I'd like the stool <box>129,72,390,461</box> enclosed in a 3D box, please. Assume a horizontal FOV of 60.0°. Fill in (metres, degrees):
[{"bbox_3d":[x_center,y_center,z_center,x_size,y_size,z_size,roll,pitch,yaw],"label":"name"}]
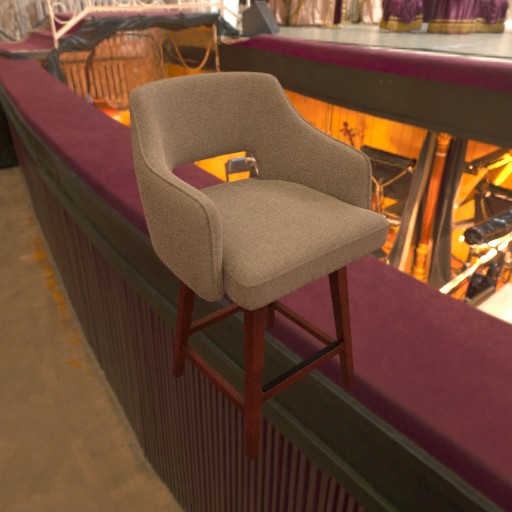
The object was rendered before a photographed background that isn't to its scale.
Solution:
[{"bbox_3d":[0.000,0.000,1.302,0.599,0.944,0.558,-22,37,-34],"label":"stool"}]
